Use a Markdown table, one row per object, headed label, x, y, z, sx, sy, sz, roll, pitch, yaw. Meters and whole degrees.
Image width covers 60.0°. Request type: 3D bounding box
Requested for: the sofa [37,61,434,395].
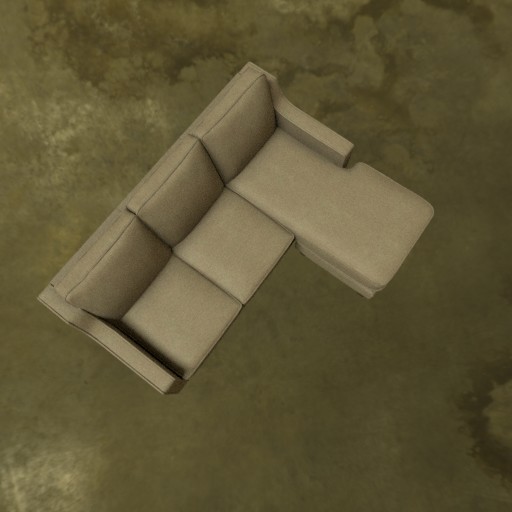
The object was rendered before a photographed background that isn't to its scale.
| label | x | y | z | sx | sy | sz | roll | pitch | yaw |
| --- | --- | --- | --- | --- | --- | --- | --- | --- | --- |
| sofa | 0.000 | 0.000 | 3.317 | 1.858 | 1.081 | 2.317 | 35 | 77 | 9 |
